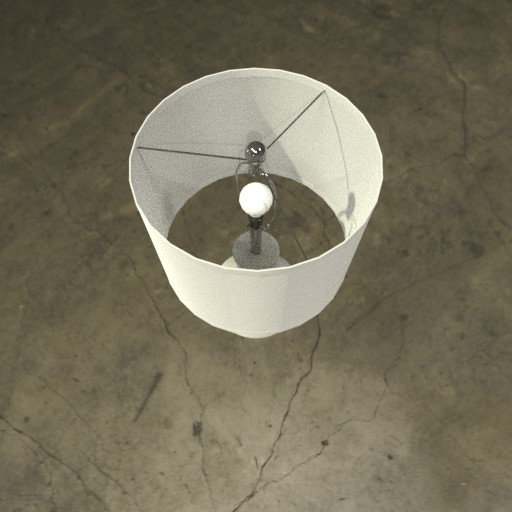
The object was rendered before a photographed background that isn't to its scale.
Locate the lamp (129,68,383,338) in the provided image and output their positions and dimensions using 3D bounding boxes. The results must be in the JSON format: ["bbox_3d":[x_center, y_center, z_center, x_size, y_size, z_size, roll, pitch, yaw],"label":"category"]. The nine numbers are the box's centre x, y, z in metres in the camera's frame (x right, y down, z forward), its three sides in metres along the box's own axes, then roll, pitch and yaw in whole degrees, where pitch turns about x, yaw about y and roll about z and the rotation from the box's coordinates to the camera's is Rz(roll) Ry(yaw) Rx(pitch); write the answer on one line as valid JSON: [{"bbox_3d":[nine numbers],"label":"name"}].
[{"bbox_3d":[0.000,0.000,0.900,0.357,0.673,0.357,35,68,16],"label":"lamp"}]
